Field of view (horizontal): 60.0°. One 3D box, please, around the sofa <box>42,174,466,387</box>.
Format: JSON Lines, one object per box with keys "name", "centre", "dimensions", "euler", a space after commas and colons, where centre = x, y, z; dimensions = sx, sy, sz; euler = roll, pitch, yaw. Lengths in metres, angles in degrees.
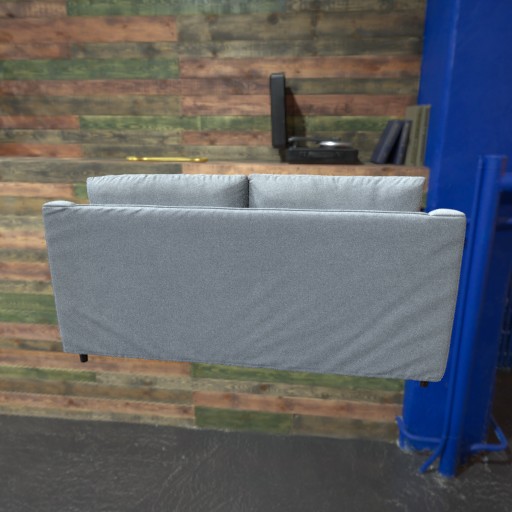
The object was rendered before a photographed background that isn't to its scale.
{"name": "sofa", "centre": [0.000, 0.000, 2.628], "dimensions": [2.010, 1.018, 1.072], "euler": [2, 16, 7]}
